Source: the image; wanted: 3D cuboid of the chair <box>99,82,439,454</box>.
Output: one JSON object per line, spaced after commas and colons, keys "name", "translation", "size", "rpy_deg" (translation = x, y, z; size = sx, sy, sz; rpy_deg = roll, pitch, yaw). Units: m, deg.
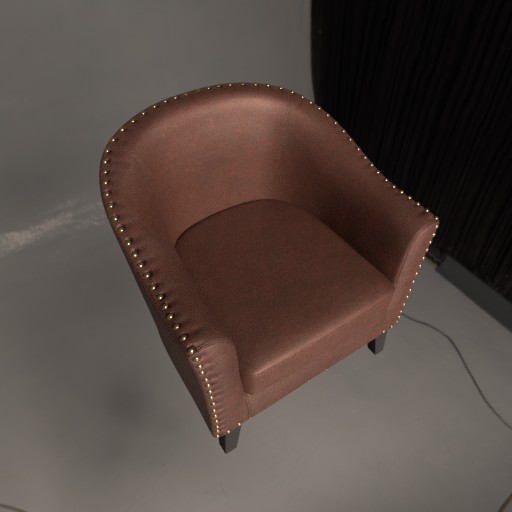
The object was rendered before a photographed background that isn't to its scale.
{"name": "chair", "translation": [0.000, 0.000, 1.428], "size": [0.794, 0.823, 0.748], "rpy_deg": [-26, 51, -23]}
